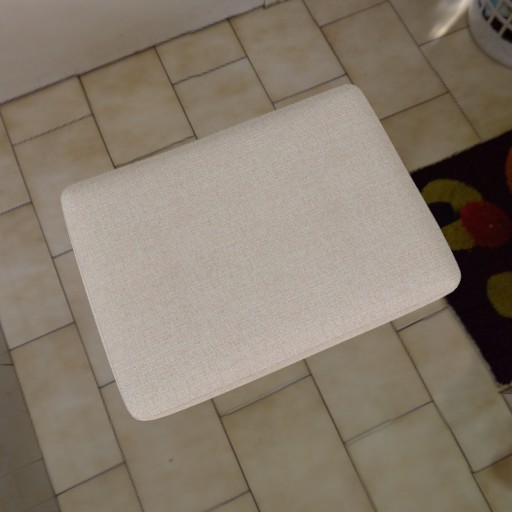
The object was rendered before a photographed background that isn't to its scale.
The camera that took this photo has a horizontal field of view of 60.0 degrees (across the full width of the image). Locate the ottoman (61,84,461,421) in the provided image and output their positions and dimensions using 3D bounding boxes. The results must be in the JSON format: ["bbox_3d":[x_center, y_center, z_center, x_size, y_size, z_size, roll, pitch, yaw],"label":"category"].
[{"bbox_3d":[0.000,0.000,1.289,0.885,0.478,0.637,-22,76,-6],"label":"ottoman"}]
